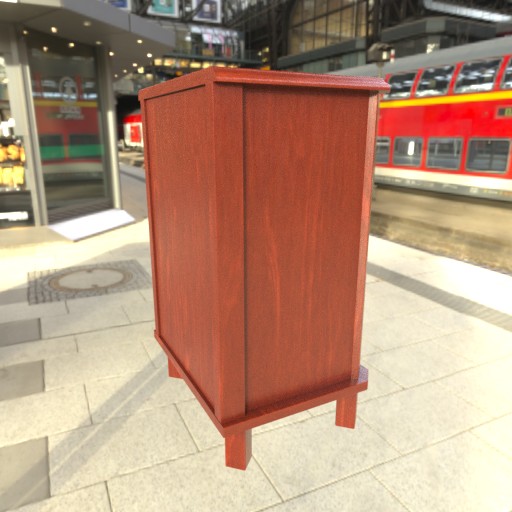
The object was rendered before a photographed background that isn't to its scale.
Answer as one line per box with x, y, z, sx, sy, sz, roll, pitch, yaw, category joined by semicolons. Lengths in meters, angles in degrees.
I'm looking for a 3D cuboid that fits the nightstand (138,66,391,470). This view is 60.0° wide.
0.000;0.000;0.945;0.351;0.681;0.435;-8;18;-27;nightstand
